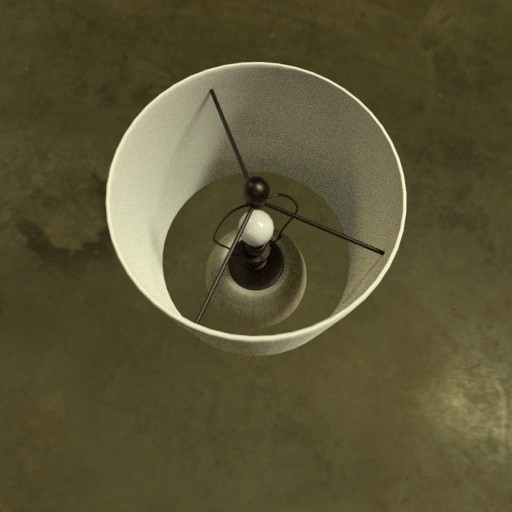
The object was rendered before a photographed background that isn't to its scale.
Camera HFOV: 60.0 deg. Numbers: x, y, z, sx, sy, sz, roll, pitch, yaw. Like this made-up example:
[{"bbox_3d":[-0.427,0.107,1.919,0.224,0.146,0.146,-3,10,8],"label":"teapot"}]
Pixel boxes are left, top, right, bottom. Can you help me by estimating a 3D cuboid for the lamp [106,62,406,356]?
[{"bbox_3d":[0.000,0.000,0.745,0.329,0.570,0.329,-20,76,-5],"label":"lamp"}]
